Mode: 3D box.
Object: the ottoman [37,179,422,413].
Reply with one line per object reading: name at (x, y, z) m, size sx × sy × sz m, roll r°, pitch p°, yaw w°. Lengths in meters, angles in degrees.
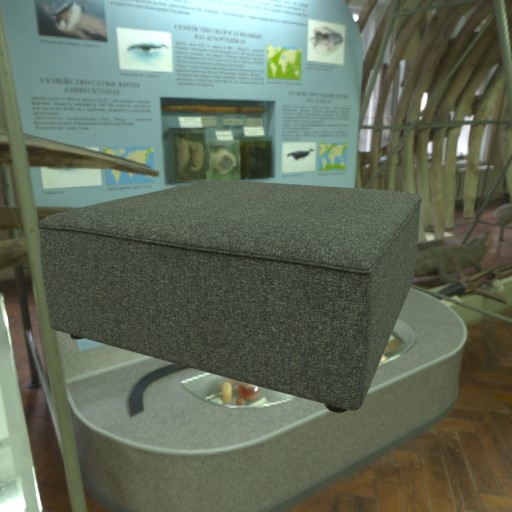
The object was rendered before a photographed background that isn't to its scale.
ottoman at (0.000, 0.000, 1.589) m, size 1.021 × 0.423 × 1.017 m, roll 8°, pitch 19°, yaw 25°
